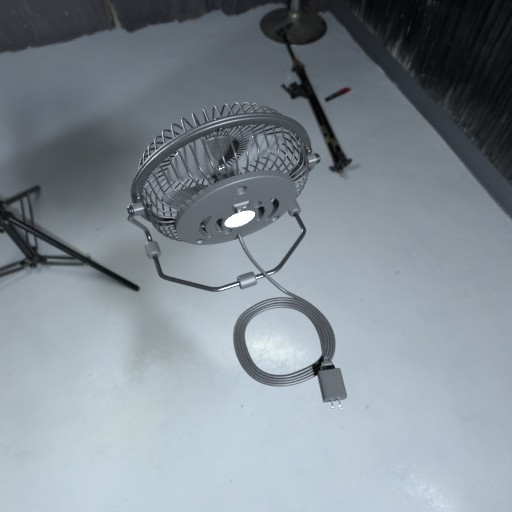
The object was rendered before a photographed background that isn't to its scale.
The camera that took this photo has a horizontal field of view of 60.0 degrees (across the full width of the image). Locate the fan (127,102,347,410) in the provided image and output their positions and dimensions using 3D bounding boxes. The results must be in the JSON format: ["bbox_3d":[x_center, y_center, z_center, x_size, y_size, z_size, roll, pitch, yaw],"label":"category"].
[{"bbox_3d":[0.000,0.000,0.303,0.153,0.152,0.202,-18,59,-11],"label":"fan"}]
